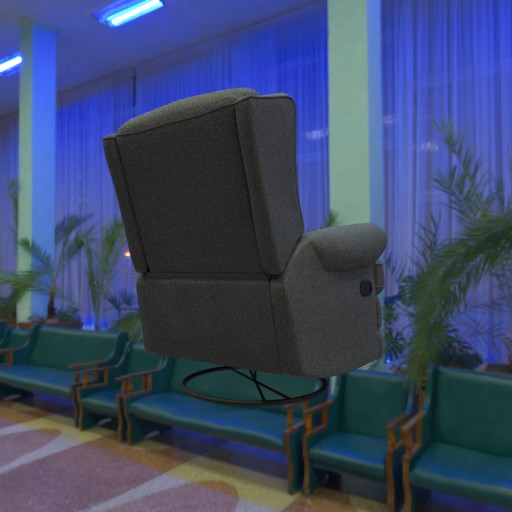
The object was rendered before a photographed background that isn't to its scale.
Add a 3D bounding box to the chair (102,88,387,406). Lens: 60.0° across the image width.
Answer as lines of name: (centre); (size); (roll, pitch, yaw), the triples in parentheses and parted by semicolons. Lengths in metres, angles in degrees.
chair: (0.000, 0.000, 1.761); (0.847, 1.011, 0.969); (-1, -2, 36)
